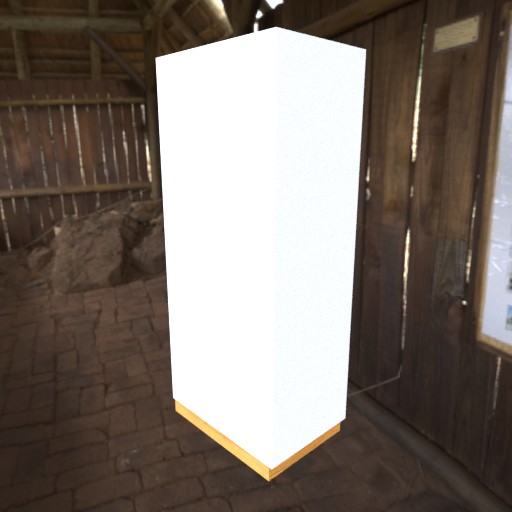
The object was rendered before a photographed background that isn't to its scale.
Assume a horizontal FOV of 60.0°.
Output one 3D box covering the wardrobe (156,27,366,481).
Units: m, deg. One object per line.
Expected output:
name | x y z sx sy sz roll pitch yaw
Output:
wardrobe | 0.000 0.000 2.421 0.600 2.040 0.860 -13 19 -42
